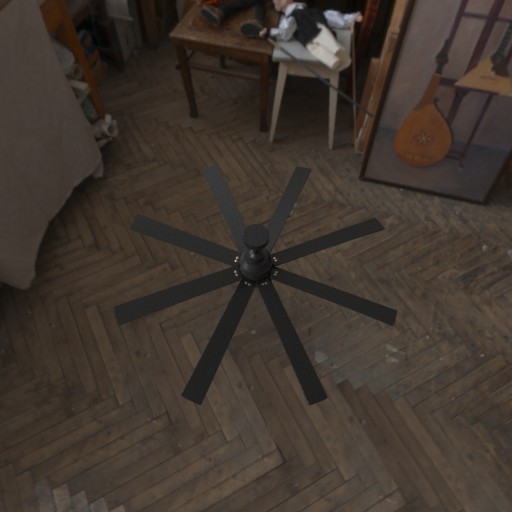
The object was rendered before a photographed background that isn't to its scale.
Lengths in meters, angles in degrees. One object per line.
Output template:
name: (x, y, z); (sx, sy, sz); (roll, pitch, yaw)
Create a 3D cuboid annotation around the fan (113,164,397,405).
fan: (0.000, 0.000, 2.741); (1.830, 0.472, 1.830); (-19, 61, -11)
